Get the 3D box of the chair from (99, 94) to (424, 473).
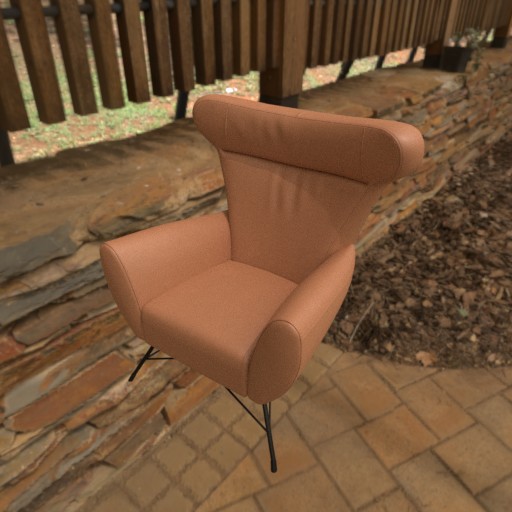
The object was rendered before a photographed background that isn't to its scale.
[{"bbox_3d":[0.000,0.000,1.764,0.980,1.050,0.900,20,37,29],"label":"chair"}]
